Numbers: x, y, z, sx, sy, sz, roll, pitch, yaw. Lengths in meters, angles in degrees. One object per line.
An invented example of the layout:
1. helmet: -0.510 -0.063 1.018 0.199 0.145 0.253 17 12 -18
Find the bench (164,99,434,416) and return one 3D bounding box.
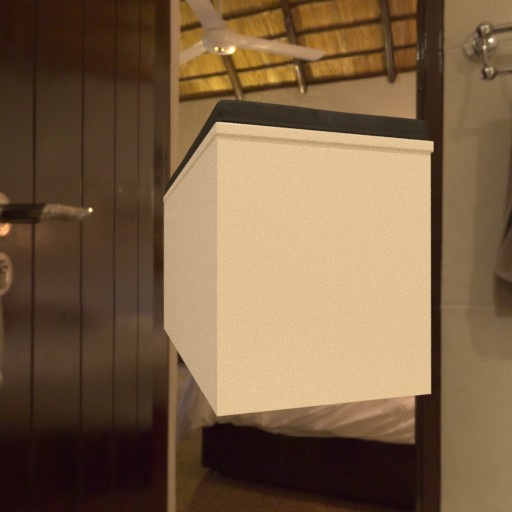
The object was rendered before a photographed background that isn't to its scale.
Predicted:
1. bench: 0.000 0.000 1.170 0.401 0.500 0.899 0 0 -17
